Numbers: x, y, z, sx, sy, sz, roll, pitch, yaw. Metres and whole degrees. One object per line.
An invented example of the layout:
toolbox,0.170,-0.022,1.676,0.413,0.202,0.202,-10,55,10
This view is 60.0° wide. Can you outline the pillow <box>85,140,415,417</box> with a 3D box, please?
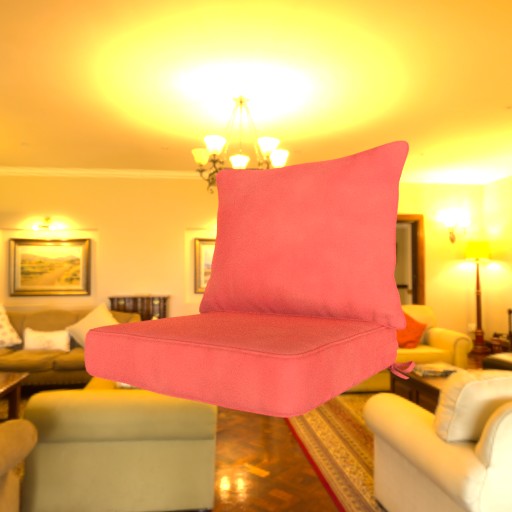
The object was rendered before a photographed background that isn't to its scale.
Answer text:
pillow,0.000,0.000,1.342,0.798,0.725,0.733,-1,-2,34
